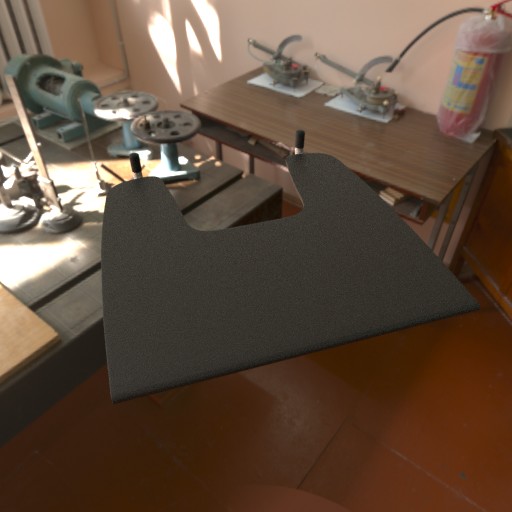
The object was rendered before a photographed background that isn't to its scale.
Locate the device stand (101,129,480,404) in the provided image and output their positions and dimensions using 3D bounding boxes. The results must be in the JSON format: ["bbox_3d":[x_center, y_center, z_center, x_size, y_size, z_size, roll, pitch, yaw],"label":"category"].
[{"bbox_3d":[0.000,0.000,0.354,0.230,0.092,0.230,-11,42,-13],"label":"device stand"}]
